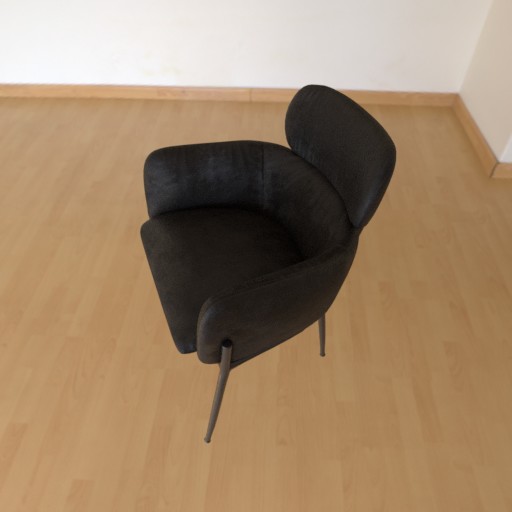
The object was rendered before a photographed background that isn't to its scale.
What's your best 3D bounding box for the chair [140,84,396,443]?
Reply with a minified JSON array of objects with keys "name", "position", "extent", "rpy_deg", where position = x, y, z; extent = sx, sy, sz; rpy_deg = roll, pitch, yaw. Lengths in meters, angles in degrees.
[{"name":"chair","position":[0.000,0.000,1.311],"extent":[0.604,0.818,0.640],"rpy_deg":[-16,49,-15]}]
